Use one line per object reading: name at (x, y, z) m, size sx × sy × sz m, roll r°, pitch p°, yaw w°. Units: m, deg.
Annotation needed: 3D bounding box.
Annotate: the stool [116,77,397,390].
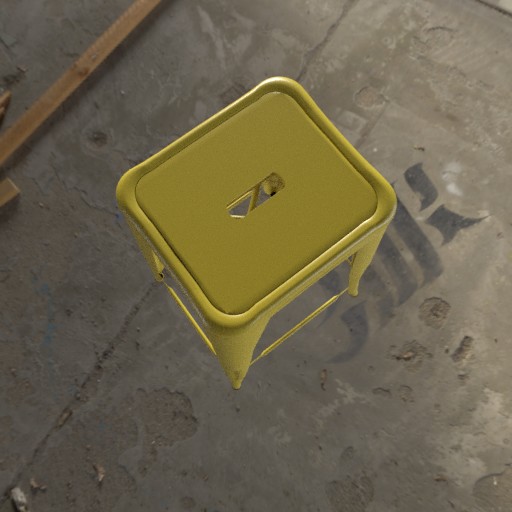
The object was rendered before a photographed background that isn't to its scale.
stool at (0.000, 0.000, 0.849) m, size 0.399 × 0.609 × 0.359 m, roll -37°, pitch 78°, yaw -9°
